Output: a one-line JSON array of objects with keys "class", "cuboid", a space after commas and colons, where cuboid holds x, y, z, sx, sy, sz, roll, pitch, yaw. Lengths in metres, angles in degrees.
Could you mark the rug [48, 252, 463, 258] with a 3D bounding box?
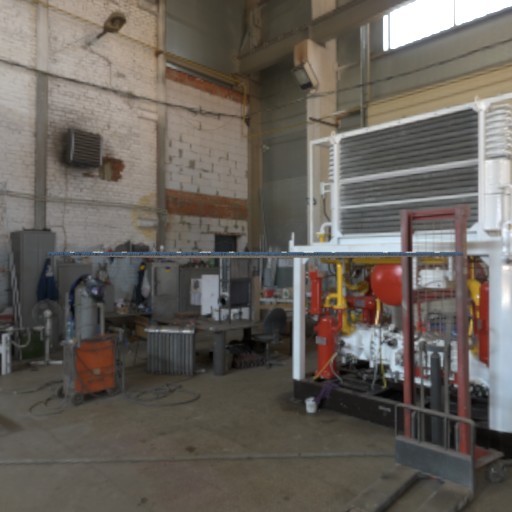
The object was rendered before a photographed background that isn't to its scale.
[{"class": "rug", "cuboid": [0.000, 0.000, 3.850, 2.270, 0.020, 2.881, 0, 0, 0]}]
